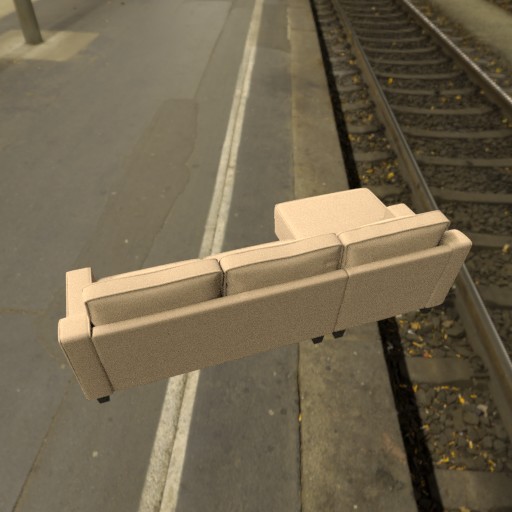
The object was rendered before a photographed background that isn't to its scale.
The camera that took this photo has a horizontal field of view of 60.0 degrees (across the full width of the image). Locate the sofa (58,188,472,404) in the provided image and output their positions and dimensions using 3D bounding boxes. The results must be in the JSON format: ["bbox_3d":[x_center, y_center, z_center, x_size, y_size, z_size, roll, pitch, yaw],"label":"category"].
[{"bbox_3d":[0.000,0.000,3.215,2.561,0.928,1.294,-12,42,-14],"label":"sofa"}]
